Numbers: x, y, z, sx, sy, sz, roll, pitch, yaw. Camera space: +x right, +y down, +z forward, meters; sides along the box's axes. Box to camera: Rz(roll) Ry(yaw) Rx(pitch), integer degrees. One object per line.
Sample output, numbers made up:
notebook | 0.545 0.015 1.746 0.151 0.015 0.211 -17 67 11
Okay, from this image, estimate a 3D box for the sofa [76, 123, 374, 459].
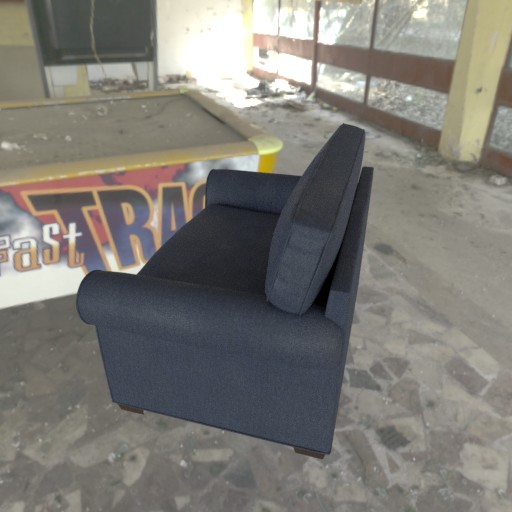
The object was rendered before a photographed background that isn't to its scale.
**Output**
sofa | 0.000 0.000 2.060 0.938 1.004 1.405 8 30 14
